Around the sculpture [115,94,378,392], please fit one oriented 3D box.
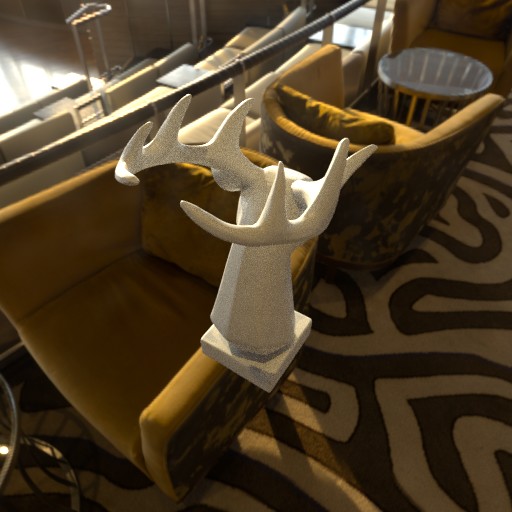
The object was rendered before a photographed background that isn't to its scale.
[{"bbox_3d":[0.000,0.000,0.459,0.174,0.329,0.224,25,50,23],"label":"sculpture"}]
